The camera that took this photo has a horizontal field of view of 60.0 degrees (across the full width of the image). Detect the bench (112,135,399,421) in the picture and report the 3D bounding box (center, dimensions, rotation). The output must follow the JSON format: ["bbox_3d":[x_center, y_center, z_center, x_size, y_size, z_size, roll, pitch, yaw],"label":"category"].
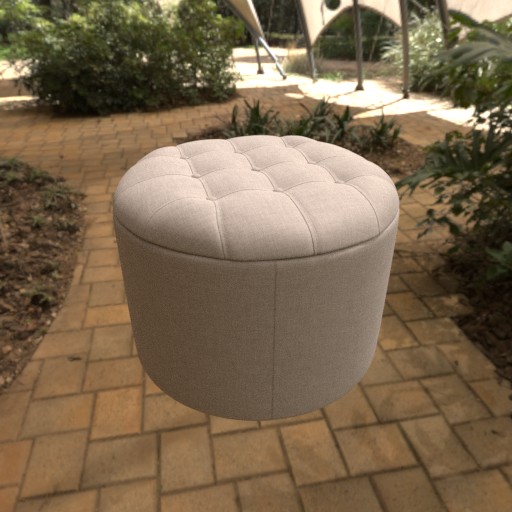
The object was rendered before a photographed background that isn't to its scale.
[{"bbox_3d":[0.000,0.000,1.031,0.600,0.453,0.600,0,30,0],"label":"bench"}]
